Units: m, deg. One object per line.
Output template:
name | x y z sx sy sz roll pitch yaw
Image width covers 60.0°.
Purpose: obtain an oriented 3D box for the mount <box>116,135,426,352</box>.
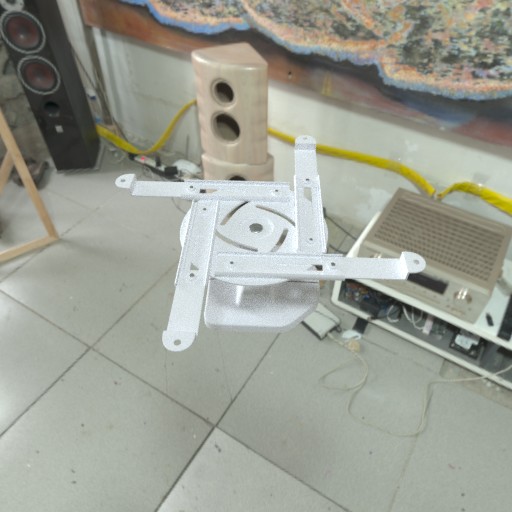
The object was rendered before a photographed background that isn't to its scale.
mount | 0.000 0.000 0.611 0.394 0.141 0.394 2 46 2
